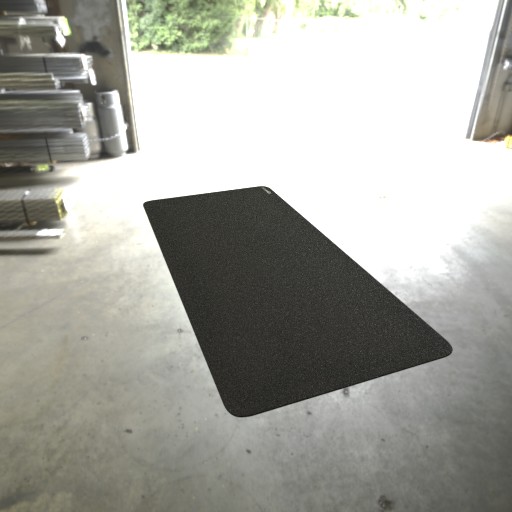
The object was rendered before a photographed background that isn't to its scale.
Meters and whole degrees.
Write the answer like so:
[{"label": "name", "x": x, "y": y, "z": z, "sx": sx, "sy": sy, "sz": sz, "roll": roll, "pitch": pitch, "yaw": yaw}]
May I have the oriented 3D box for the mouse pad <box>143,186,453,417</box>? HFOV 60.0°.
[{"label": "mouse pad", "x": 0.000, "y": 0.000, "z": 1.083, "sx": 0.424, "sy": 0.003, "sz": 0.907, "roll": -10, "pitch": 31, "yaw": -18}]
